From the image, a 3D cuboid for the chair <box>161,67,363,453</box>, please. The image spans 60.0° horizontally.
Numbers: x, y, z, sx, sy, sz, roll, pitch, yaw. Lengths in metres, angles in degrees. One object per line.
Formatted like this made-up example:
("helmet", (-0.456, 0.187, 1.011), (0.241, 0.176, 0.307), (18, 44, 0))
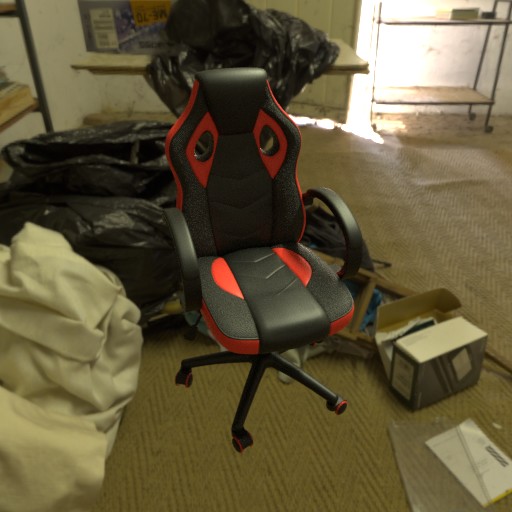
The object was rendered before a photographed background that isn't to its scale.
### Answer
("chair", (0.000, 0.000, 1.391), (0.600, 1.016, 0.642), (-10, 34, -16))
